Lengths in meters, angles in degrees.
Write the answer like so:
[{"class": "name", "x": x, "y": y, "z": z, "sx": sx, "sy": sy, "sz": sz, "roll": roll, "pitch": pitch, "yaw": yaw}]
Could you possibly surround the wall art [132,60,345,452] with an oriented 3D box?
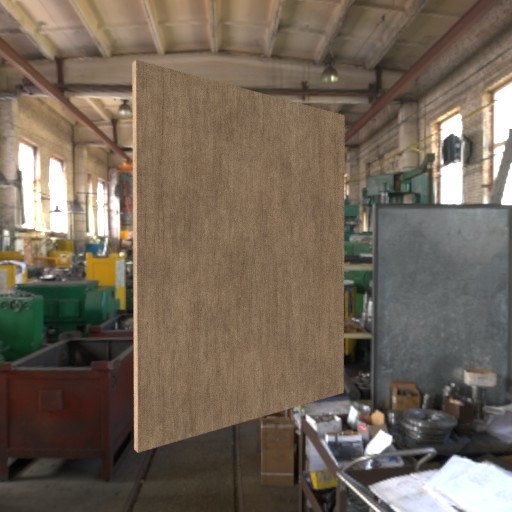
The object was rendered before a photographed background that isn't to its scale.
[{"class": "wall art", "x": 0.000, "y": 0.000, "z": 0.941, "sx": 0.534, "sy": 0.686, "sz": 0.018, "roll": -1, "pitch": 1, "yaw": -37}]
